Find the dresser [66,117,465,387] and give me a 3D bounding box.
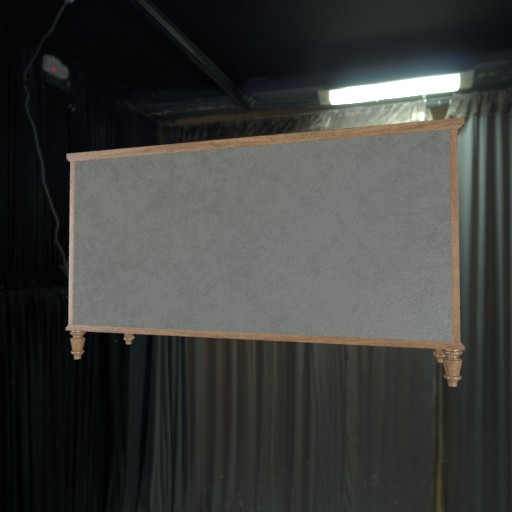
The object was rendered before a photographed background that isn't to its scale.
[{"bbox_3d":[0.000,0.000,1.909,1.583,0.892,0.468,0,-2,17],"label":"dresser"}]
